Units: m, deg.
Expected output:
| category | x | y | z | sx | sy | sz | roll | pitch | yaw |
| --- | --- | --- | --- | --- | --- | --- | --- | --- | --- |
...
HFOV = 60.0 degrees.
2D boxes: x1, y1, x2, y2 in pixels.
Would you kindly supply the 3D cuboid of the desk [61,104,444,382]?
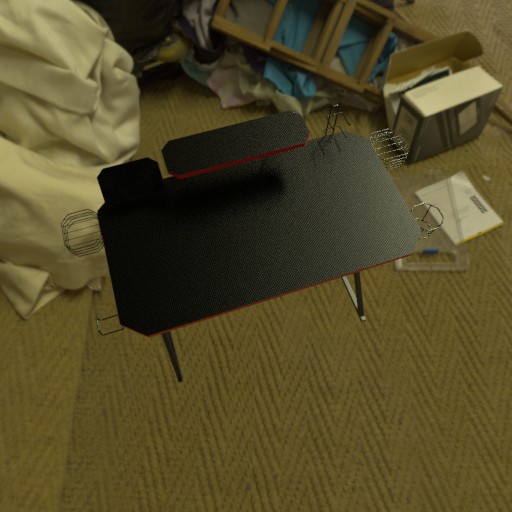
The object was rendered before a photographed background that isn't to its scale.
| category | x | y | z | sx | sy | sz | roll | pitch | yaw |
| --- | --- | --- | --- | --- | --- | --- | --- | --- | --- |
| desk | 0.000 | 0.000 | 1.784 | 1.280 | 0.913 | 0.588 | -17 | 64 | -8 |
